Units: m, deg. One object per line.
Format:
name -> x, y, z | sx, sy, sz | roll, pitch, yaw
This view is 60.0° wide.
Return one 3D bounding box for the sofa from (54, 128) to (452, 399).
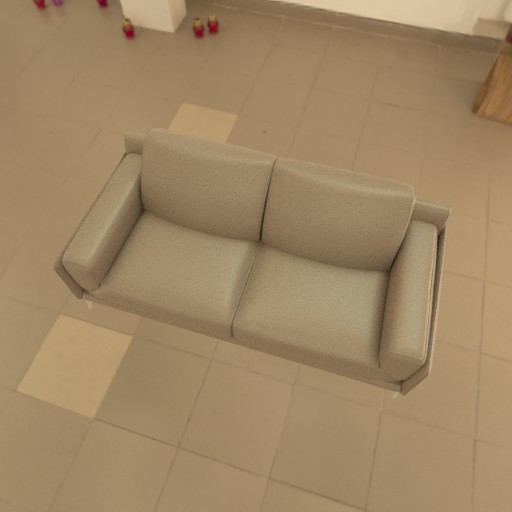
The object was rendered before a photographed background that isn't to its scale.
sofa -> 0.000, 0.000, 2.636 | 2.101, 0.930, 1.049 | 15, 60, 9
